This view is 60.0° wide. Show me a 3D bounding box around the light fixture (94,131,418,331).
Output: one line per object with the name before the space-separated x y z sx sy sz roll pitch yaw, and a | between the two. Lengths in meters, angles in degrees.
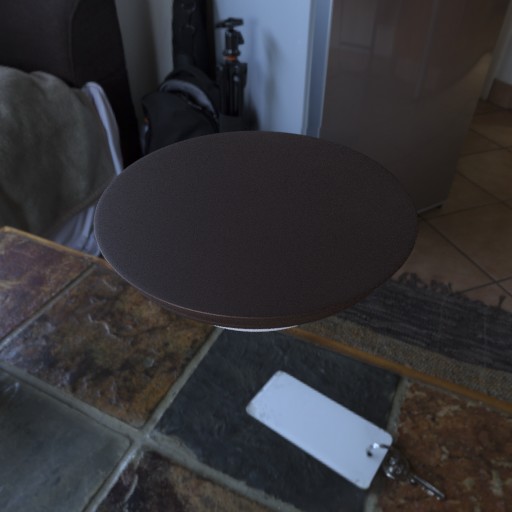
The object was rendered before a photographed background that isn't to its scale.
light fixture | 0.000 0.000 0.439 0.280 0.135 0.280 0 41 0
